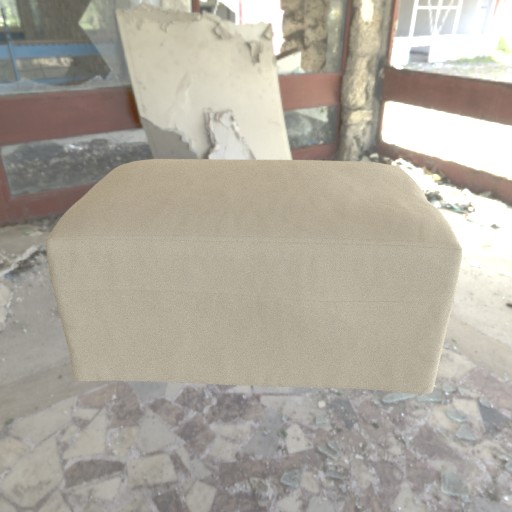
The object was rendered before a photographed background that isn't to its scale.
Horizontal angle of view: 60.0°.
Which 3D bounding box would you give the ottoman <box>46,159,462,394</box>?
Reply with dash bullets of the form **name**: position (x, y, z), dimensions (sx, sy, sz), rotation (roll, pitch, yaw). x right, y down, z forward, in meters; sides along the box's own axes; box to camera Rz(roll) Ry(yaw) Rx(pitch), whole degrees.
- **ottoman**: position (0.000, 0.000, 1.191), dimensions (0.872, 0.444, 0.590), rotation (1, 29, 2)
